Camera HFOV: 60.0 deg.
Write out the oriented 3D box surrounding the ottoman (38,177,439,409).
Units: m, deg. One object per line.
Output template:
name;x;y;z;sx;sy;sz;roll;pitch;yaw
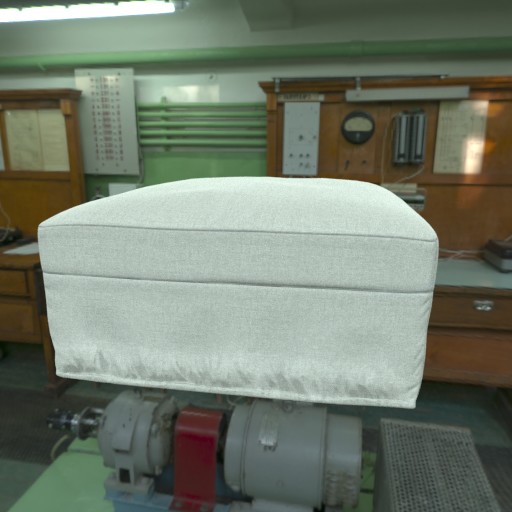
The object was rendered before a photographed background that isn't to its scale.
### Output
ottoman;0.000;0.000;1.303;0.843;0.436;0.840;2;15;9
